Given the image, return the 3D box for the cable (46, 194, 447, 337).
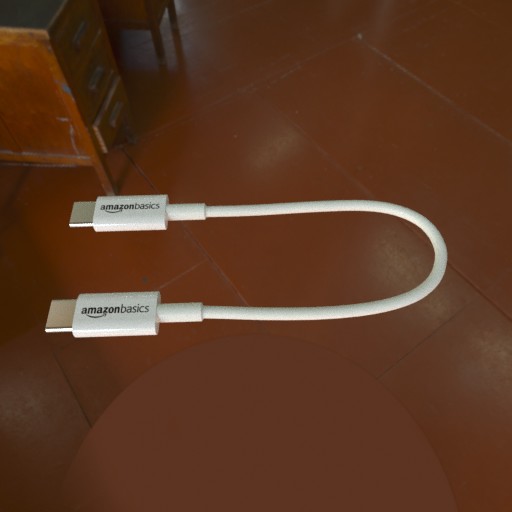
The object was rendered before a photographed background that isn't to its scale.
[{"bbox_3d":[0.000,0.000,0.114,0.098,0.005,0.041,-2,58,-1],"label":"cable"}]
